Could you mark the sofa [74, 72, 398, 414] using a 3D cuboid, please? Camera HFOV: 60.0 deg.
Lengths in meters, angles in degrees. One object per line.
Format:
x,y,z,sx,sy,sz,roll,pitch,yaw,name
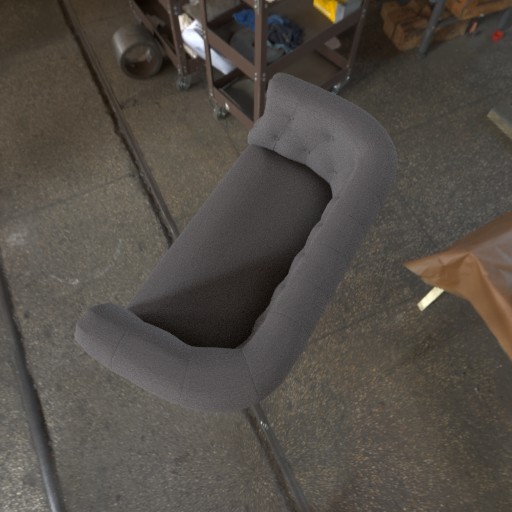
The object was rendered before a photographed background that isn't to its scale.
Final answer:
0.000,0.000,2.112,0.835,0.827,1.558,28,67,13,sofa
